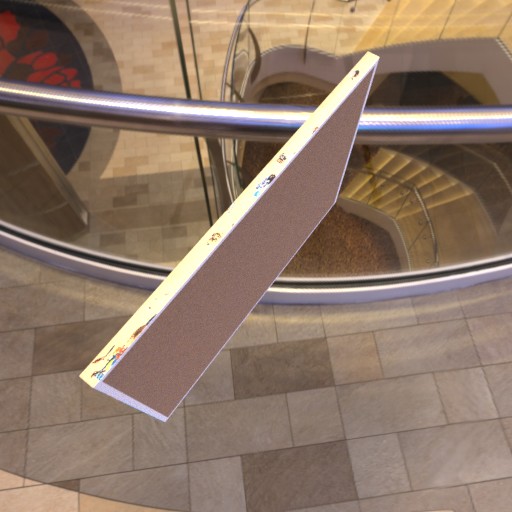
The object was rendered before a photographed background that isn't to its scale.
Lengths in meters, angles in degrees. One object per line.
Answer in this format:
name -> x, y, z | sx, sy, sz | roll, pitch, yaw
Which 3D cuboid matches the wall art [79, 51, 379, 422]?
wall art -> 0.000, 0.000, 1.418 | 0.040, 0.769, 1.136 | 34, 69, 15
